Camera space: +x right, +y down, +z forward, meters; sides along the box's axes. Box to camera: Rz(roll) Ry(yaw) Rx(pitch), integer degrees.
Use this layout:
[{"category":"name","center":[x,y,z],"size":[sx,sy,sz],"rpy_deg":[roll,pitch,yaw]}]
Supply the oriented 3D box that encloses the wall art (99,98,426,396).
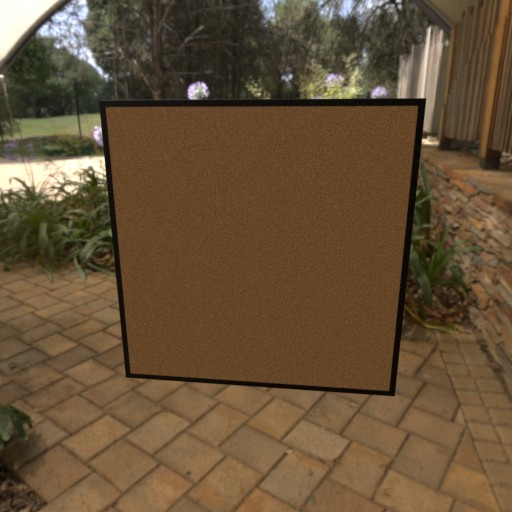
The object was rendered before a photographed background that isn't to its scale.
[{"category":"wall art","center":[0.000,0.000,0.687],"size":[0.457,0.458,0.012],"rpy_deg":[2,17,7]}]
